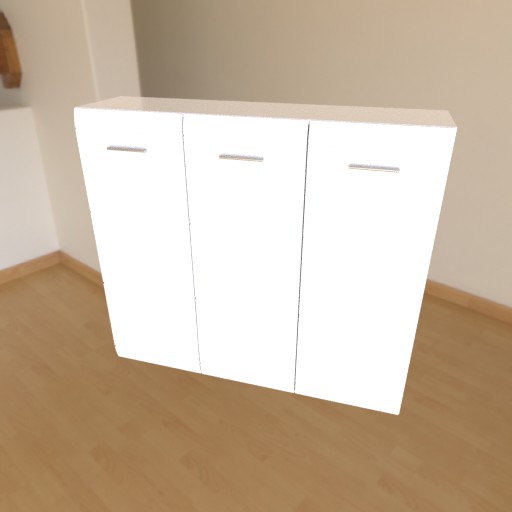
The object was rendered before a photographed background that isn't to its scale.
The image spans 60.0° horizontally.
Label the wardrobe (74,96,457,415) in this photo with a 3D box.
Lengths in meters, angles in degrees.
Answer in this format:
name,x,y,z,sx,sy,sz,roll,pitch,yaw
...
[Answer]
name,x,y,z,sx,sy,sz,roll,pitch,yaw
wardrobe,0.000,0.000,1.891,1.340,1.200,0.360,8,28,15
